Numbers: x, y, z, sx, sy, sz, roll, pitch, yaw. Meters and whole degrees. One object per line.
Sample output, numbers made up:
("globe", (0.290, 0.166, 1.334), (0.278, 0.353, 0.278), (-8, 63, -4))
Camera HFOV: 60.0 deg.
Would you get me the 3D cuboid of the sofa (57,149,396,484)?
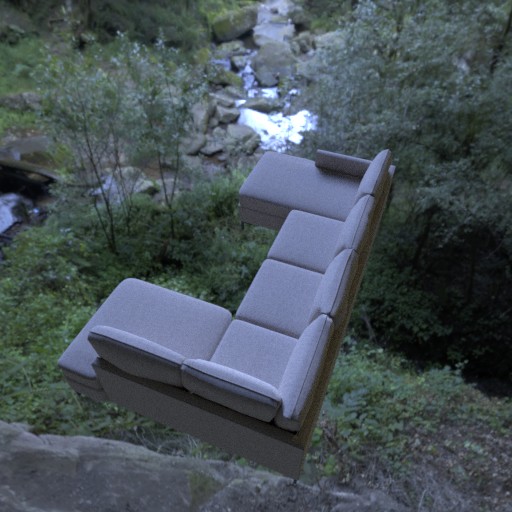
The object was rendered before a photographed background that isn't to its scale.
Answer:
("sofa", (0.000, 0.000, 4.311), (2.021, 0.996, 3.423), (16, 49, 15))
